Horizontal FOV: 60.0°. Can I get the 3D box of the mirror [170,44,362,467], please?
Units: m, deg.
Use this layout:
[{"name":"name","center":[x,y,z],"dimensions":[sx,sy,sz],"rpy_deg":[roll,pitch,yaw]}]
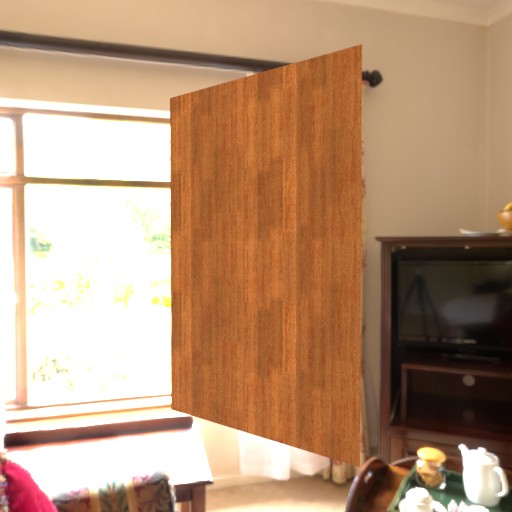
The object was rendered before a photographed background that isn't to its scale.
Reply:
[{"name":"mirror","center":[0.000,0.000,1.267],"dimensions":[0.651,1.010,0.047],"rpy_deg":[1,1,36]}]
